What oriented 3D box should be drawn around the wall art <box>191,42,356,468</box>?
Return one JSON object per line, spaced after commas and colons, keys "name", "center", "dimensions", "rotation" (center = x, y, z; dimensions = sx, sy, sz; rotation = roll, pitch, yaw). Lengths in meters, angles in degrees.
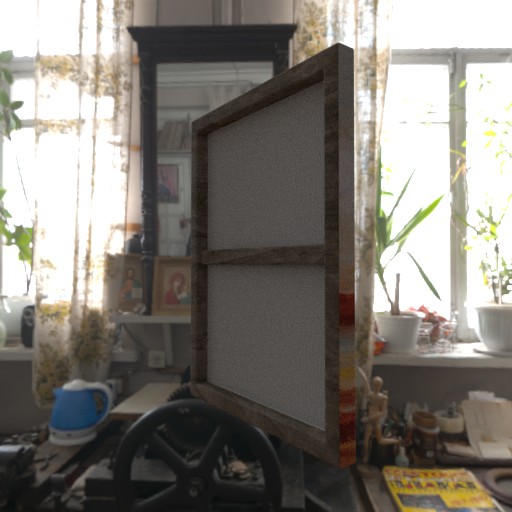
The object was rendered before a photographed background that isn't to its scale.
{"name": "wall art", "center": [0.000, 0.000, 0.814], "dimensions": [0.035, 0.605, 0.443], "rotation": [1, -1, -36]}
